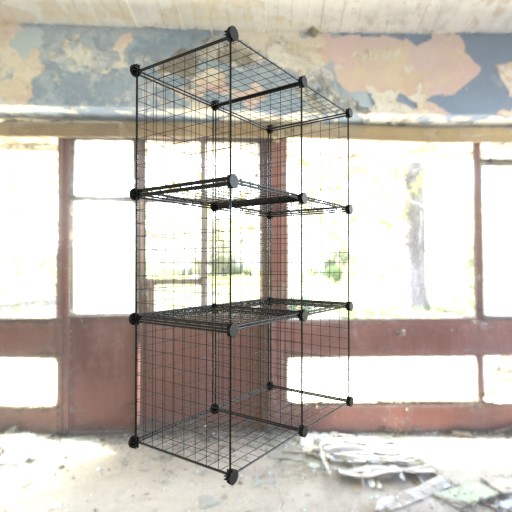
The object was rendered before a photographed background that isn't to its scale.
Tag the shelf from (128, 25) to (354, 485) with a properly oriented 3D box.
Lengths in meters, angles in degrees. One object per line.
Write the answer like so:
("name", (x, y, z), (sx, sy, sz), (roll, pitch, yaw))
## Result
("shelf", (0.000, 0.000, 1.411), (0.356, 1.067, 0.711), (-1, -1, 35))
